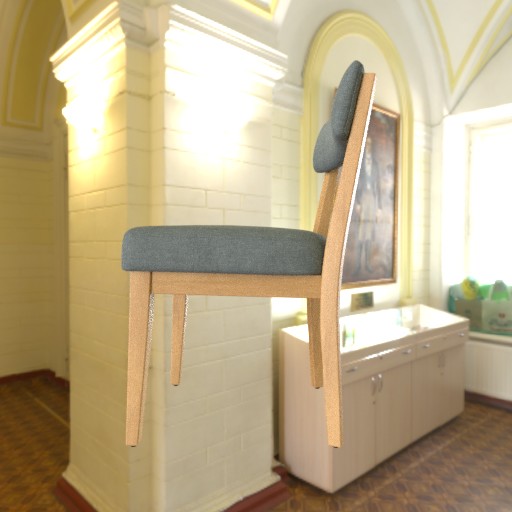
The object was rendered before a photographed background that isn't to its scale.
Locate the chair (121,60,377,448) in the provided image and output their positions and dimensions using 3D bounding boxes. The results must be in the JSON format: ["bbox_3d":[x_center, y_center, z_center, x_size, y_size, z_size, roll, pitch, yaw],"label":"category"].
[{"bbox_3d":[0.000,0.000,1.175,0.572,0.832,0.508,0,1,2],"label":"chair"}]
